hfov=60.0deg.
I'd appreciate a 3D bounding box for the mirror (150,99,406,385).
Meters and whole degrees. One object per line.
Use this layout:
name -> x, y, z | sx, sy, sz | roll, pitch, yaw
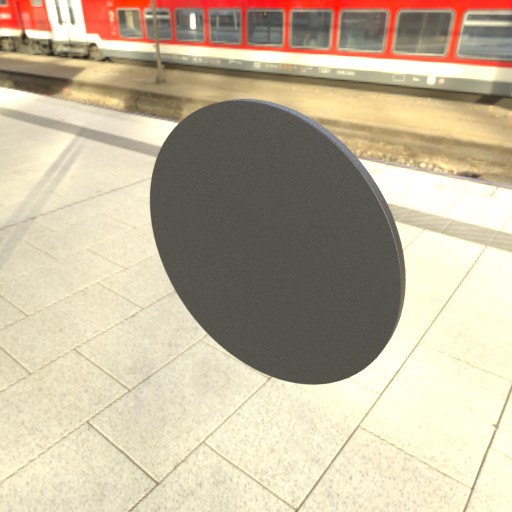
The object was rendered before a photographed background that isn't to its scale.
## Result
mirror -> 0.000, 0.000, 1.602 | 1.077, 1.077, 0.036 | 20, 35, 31
